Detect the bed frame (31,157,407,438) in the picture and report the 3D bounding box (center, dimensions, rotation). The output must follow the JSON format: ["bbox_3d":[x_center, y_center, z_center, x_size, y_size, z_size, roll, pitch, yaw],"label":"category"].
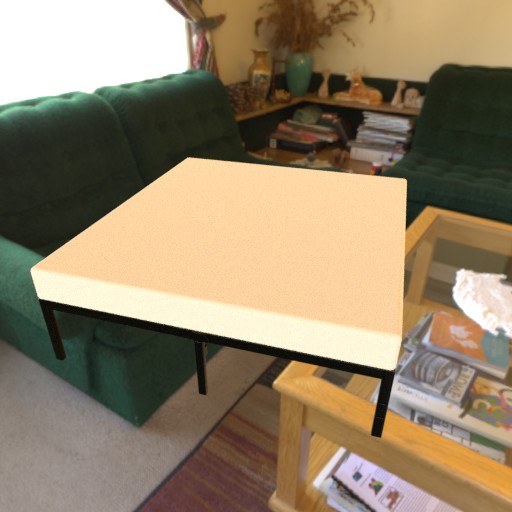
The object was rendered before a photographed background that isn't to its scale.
[{"bbox_3d":[0.000,0.000,3.175,1.963,0.659,2.079,9,31,15],"label":"bed frame"}]
